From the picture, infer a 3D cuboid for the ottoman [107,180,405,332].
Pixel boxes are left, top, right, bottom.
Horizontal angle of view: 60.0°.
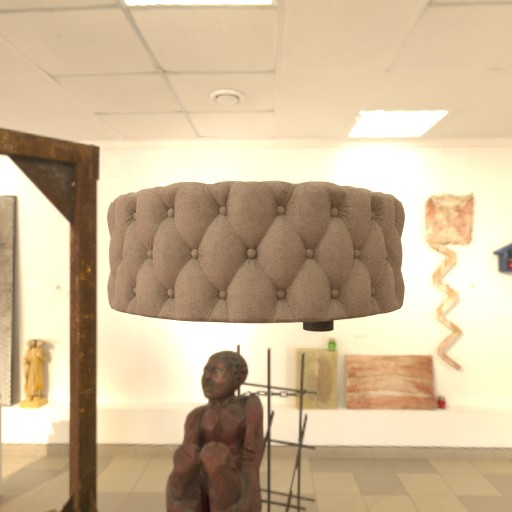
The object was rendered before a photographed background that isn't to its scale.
[{"bbox_3d":[0.000,0.000,1.560,0.998,0.399,0.998,0,0,0],"label":"ottoman"}]
